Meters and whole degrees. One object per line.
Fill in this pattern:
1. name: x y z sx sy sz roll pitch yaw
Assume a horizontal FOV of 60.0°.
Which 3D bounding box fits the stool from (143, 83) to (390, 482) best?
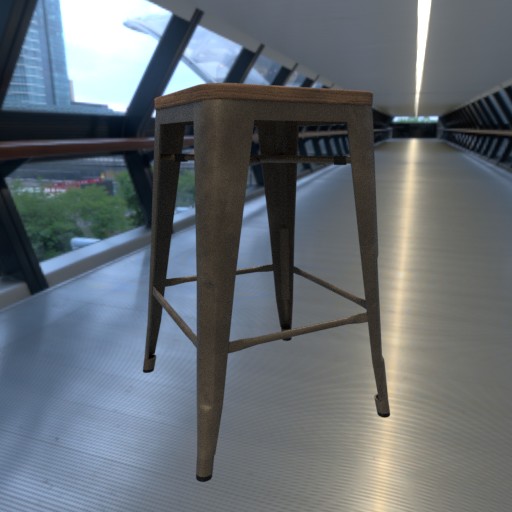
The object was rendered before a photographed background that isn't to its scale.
1. stool: 0.000 0.000 0.892 0.407 0.607 0.407 -7 17 -26
